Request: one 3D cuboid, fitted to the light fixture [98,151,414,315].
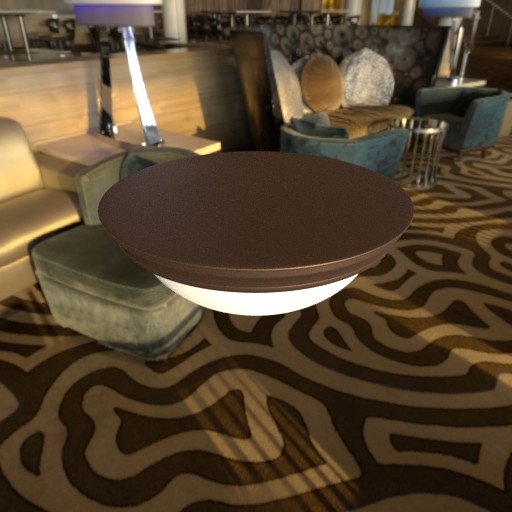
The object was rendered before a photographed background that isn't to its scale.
[{"bbox_3d":[0.000,0.000,0.442,0.280,0.135,0.280,0,29,0],"label":"light fixture"}]
